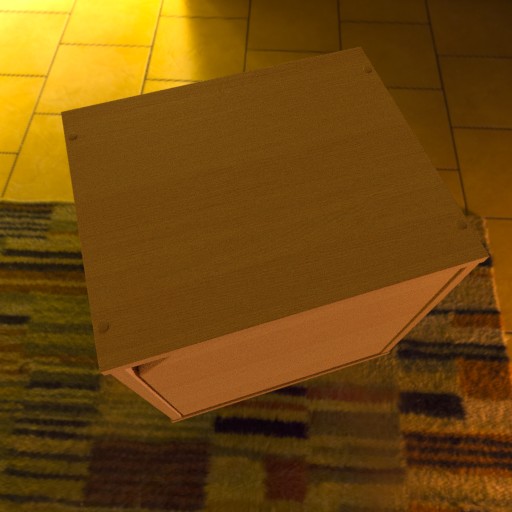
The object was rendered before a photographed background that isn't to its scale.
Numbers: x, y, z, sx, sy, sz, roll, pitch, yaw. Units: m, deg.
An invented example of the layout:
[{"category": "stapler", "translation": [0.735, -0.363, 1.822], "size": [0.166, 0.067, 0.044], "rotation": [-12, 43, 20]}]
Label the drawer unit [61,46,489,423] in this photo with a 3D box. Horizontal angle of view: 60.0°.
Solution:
[{"category": "drawer unit", "translation": [0.000, 0.000, 0.590], "size": [0.349, 0.344, 0.290], "rotation": [-15, 64, -8]}]
